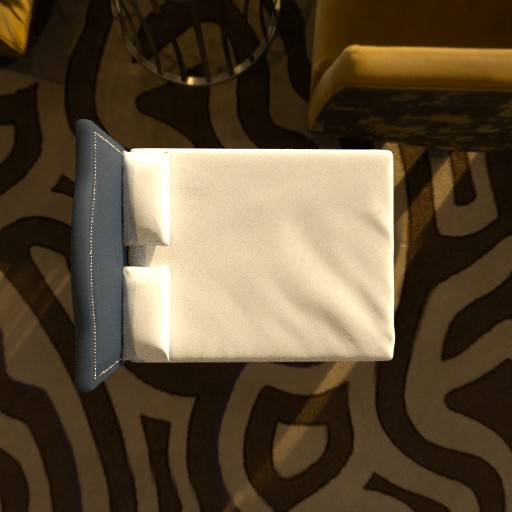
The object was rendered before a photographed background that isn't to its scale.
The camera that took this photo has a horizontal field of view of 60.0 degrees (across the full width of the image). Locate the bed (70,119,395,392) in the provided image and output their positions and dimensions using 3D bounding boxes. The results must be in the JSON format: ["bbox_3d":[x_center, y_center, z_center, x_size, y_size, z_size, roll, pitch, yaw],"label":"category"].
[{"bbox_3d":[0.000,0.000,3.409,2.282,1.436,1.821,0,90,-1],"label":"bed"}]
